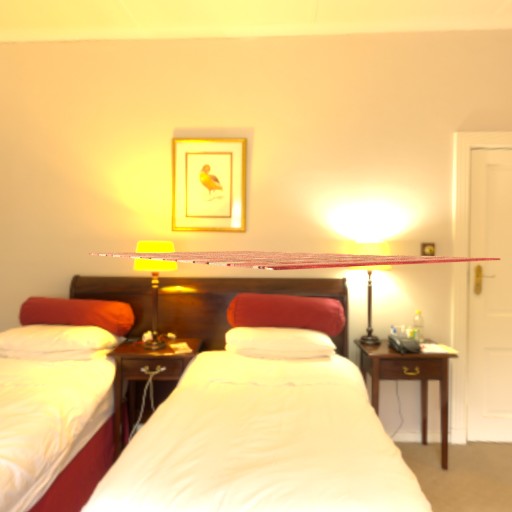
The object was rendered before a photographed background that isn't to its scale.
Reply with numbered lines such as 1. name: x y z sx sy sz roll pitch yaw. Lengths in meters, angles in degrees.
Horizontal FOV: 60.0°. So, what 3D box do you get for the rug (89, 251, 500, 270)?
1. rug: 0.000 0.000 2.951 1.535 0.010 2.431 -1 2 -35
